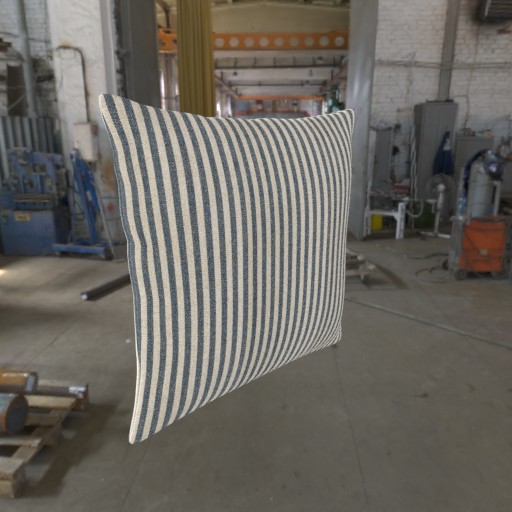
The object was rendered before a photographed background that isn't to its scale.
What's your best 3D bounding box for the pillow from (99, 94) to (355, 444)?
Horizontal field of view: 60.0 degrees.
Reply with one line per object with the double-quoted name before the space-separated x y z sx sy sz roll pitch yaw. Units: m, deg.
"pillow" 0.000 0.000 0.780 0.523 0.510 0.166 -14 20 -40
